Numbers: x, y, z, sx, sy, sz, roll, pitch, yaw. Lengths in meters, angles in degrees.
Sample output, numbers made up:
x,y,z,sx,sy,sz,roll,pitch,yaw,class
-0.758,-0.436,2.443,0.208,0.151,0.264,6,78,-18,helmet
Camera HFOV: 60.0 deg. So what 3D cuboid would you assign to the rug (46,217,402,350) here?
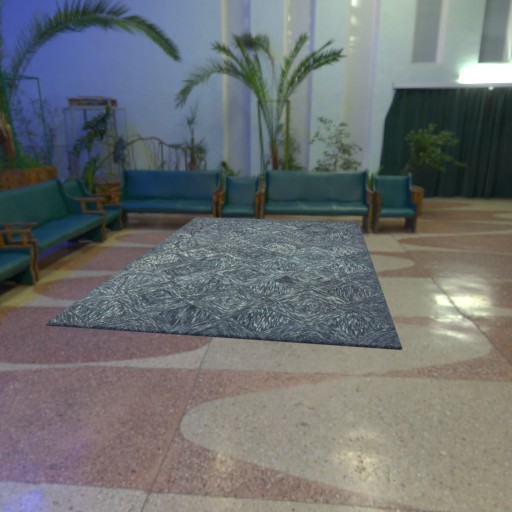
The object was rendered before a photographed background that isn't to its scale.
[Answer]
x,y,z,sx,sy,sz,roll,pitch,yaw,class
0.000,0.000,2.900,1.478,0.017,2.330,2,16,8,rug
